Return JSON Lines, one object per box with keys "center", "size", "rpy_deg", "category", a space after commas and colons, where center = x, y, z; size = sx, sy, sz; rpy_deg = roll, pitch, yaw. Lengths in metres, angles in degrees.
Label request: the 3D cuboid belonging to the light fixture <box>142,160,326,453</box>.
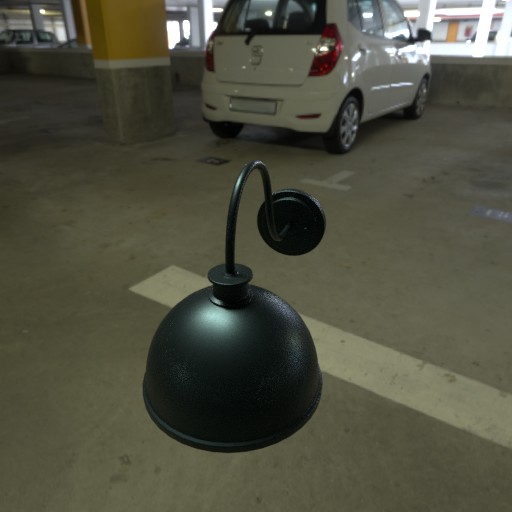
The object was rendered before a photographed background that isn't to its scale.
{"center": [0.000, 0.000, 0.663], "size": [0.253, 0.295, 0.467], "rpy_deg": [8, 27, 16], "category": "light fixture"}
